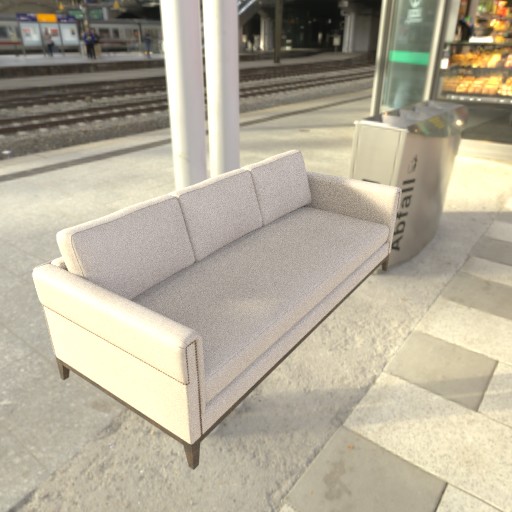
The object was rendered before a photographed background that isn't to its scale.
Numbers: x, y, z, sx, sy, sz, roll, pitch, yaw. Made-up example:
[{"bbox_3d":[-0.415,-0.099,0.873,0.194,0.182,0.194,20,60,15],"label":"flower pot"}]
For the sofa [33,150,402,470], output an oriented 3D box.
[{"bbox_3d":[0.000,0.000,2.666,0.959,0.838,2.210,18,31,32],"label":"sofa"}]
